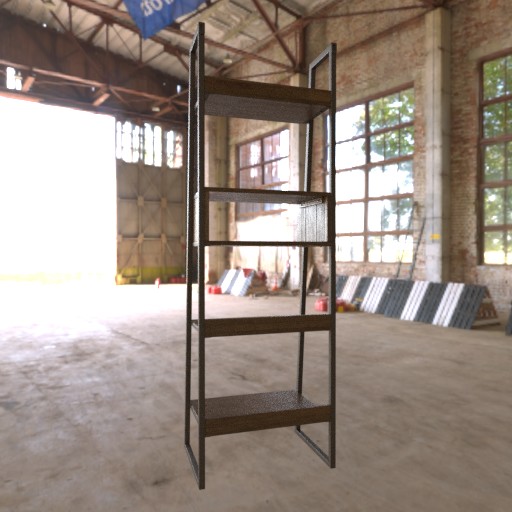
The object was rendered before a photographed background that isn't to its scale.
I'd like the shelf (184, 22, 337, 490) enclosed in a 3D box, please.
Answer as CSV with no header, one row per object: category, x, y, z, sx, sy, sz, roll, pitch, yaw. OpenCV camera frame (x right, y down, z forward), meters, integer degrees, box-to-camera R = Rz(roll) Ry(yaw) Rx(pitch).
shelf,0.000,0.000,2.205,0.652,2.005,0.454,0,1,-17
